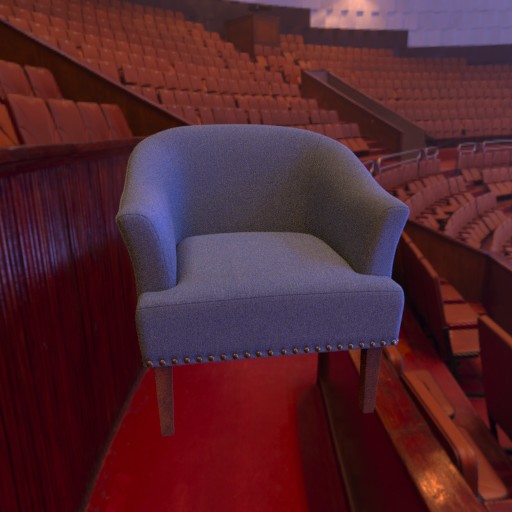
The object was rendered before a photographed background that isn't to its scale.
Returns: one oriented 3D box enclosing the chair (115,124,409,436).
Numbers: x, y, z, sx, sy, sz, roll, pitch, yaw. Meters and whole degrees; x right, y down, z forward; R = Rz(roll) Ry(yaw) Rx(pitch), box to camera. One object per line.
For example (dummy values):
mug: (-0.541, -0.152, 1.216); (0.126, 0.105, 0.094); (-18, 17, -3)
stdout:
chair: (0.000, 0.000, 1.437); (0.798, 0.815, 0.704); (-3, 17, -10)
